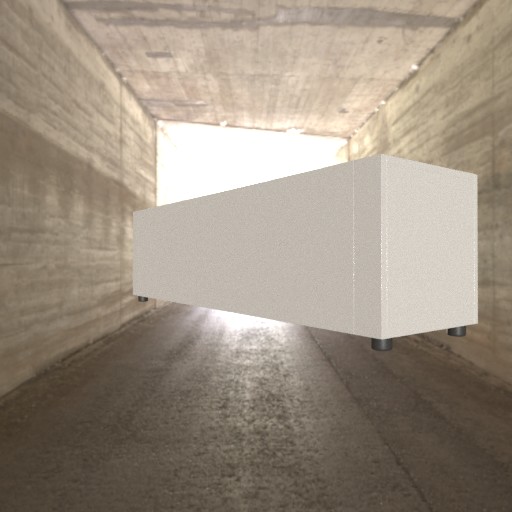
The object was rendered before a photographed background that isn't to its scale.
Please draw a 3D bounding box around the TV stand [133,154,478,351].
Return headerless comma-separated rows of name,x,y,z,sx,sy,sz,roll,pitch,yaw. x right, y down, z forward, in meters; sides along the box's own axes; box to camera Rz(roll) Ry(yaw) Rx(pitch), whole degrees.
TV stand,0.000,0.000,1.700,0.410,0.440,1.500,0,0,-36
